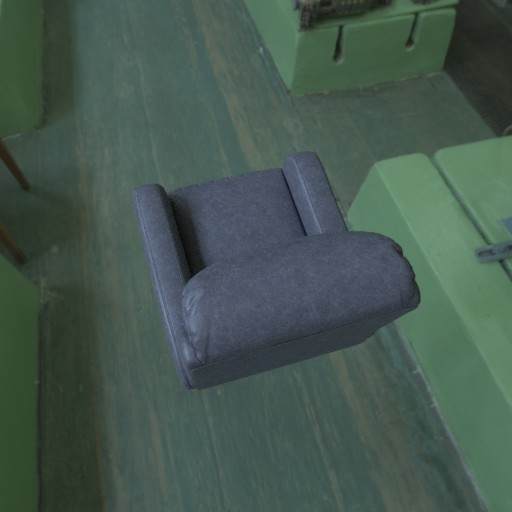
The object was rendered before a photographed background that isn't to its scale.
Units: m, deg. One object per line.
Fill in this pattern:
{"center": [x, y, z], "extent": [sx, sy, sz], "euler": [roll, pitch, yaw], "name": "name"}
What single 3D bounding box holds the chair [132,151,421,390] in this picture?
{"center": [0.000, 0.000, 1.775], "extent": [0.865, 1.067, 1.067], "euler": [-14, 58, -9], "name": "chair"}
